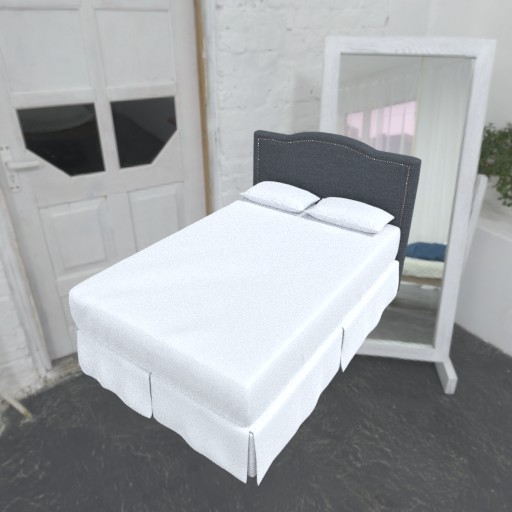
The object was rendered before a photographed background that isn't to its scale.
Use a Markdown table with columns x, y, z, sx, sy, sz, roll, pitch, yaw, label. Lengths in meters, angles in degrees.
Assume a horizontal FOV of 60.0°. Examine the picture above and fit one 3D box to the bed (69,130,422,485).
| x | y | z | sx | sy | sz | roll | pitch | yaw | label |
| --- | --- | --- | --- | --- | --- | --- | --- | --- | --- |
| 0.000 | 0.000 | 3.543 | 1.747 | 1.441 | 2.507 | 19 | 35 | 30 | bed |
